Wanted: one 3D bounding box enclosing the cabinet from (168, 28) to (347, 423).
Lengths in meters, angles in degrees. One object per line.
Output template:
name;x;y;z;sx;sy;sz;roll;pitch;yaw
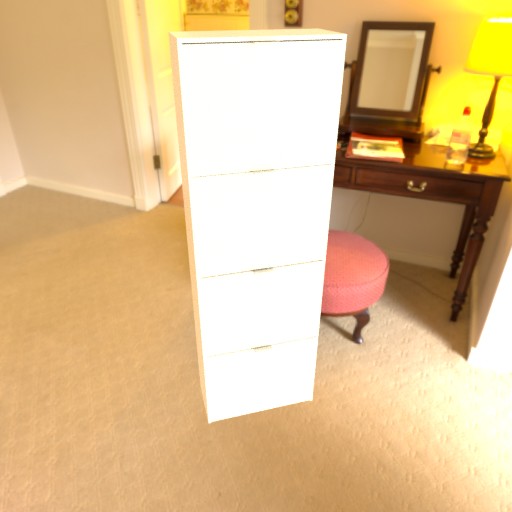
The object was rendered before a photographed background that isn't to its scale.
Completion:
cabinet;0.000;0.000;1.809;0.520;1.630;0.255;-8;32;-13
